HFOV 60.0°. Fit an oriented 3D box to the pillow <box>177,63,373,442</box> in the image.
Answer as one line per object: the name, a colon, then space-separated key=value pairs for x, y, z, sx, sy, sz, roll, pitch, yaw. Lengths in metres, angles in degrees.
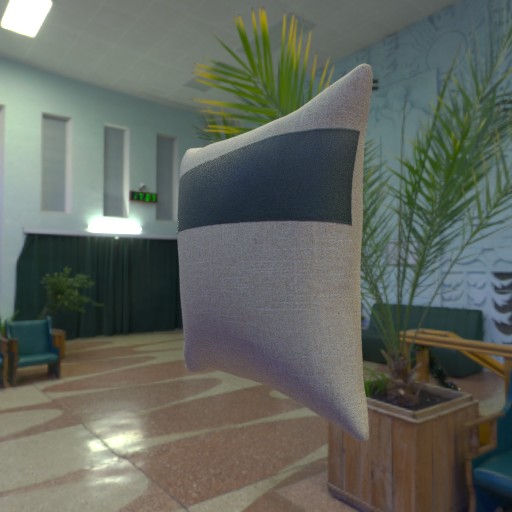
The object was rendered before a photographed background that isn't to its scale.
pillow: x=0.000 y=0.000 z=0.630 sx=0.173 sy=0.399 sz=0.414 roll=1 pitch=-2 yaw=-35
